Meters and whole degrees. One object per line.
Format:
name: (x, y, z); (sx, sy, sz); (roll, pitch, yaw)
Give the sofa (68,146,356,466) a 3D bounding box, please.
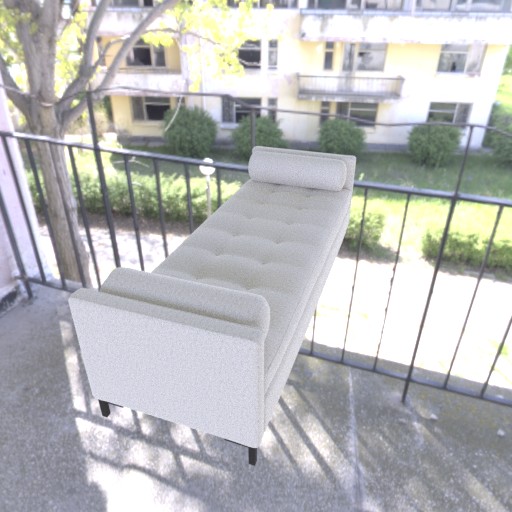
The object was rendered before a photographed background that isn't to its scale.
sofa: (0.000, 0.000, 2.412); (0.746, 0.641, 1.985); (10, 32, 17)
